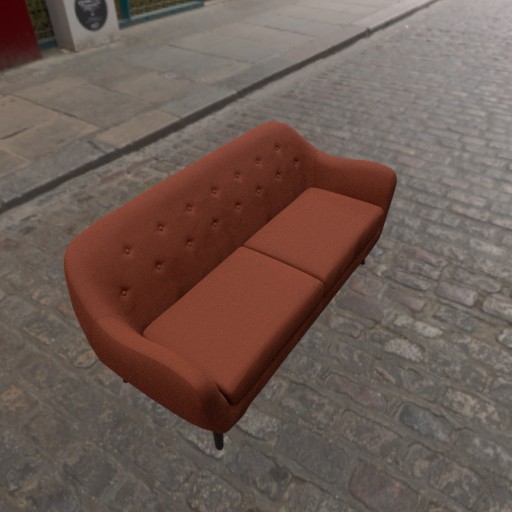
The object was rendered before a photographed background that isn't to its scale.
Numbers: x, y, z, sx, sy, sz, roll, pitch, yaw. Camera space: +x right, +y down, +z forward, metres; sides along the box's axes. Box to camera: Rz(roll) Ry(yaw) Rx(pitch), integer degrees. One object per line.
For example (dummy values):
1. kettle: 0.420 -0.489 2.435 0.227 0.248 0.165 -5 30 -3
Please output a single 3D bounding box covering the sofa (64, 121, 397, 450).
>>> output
1. sofa: 0.000 0.000 2.310 0.820 0.836 1.840 23 45 26
